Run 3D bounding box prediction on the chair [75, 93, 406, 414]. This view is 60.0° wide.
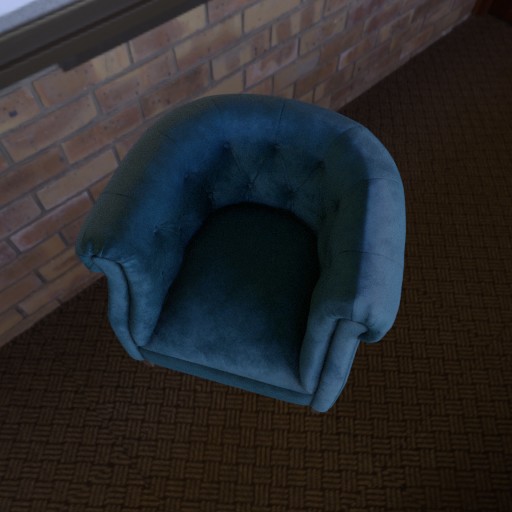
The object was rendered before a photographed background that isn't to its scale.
[{"bbox_3d":[0.000,0.000,1.609,0.904,0.826,0.851,13,60,8],"label":"chair"}]
